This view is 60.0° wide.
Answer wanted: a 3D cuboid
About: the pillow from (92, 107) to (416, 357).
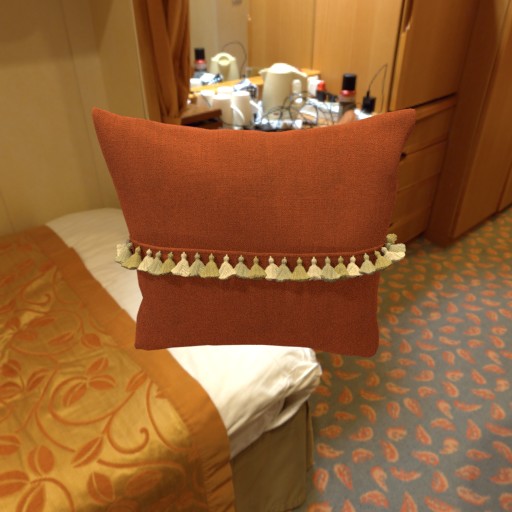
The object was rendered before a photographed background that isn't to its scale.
[{"bbox_3d":[0.000,0.000,0.750,0.490,0.482,0.165,1,32,2],"label":"pillow"}]
